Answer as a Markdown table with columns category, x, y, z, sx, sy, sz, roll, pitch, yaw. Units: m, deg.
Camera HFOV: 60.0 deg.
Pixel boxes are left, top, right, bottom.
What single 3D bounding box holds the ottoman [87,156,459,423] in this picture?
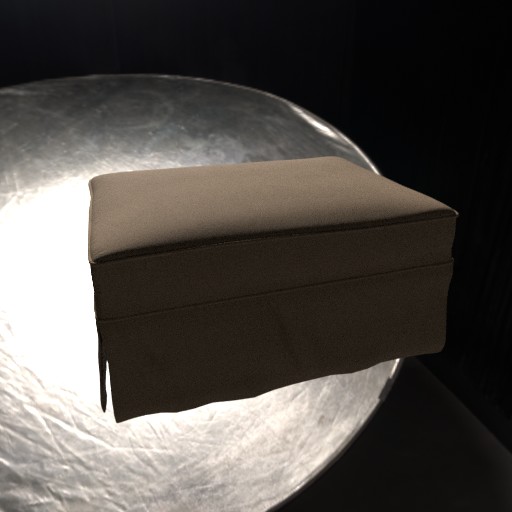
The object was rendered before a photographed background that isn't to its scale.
| category | x | y | z | sx | sy | sz | roll | pitch | yaw |
| --- | --- | --- | --- | --- | --- | --- | --- | --- | --- |
| ottoman | 0.000 | 0.000 | 1.339 | 0.959 | 0.482 | 0.721 | -8 | 27 | -16 |
